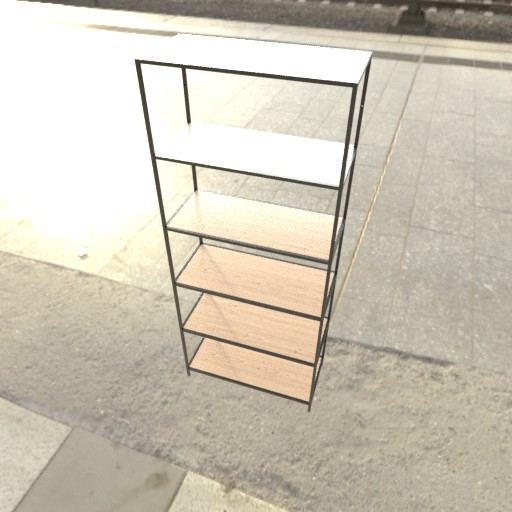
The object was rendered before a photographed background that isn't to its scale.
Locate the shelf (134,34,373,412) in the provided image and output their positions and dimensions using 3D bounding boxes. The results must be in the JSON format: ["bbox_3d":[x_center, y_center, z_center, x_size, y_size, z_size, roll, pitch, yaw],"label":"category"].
[{"bbox_3d":[0.000,0.000,2.157,0.770,1.850,0.350,12,42,14],"label":"shelf"}]
